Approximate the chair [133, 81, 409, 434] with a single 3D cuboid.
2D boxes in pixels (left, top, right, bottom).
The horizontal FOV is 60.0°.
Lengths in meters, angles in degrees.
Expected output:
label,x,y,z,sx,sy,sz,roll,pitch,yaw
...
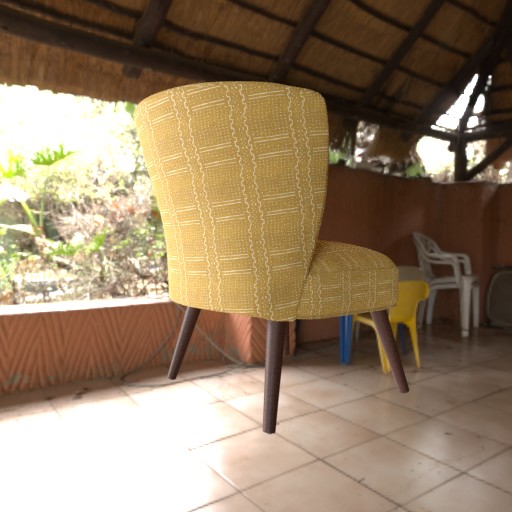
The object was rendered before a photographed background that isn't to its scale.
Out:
label,x,y,z,sx,sy,sz,roll,pitch,yaw
chair,0.000,0.000,1.413,0.758,0.866,0.706,-1,2,-36
